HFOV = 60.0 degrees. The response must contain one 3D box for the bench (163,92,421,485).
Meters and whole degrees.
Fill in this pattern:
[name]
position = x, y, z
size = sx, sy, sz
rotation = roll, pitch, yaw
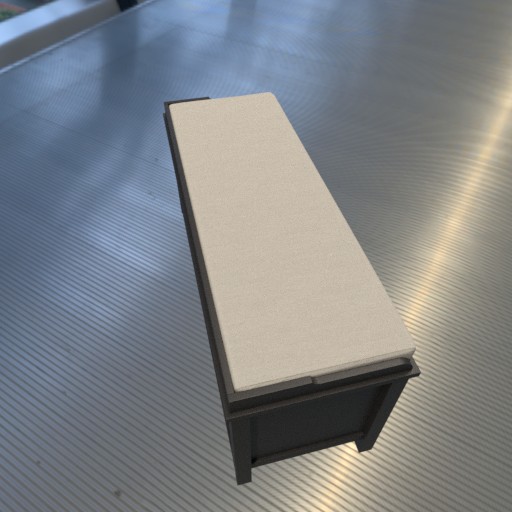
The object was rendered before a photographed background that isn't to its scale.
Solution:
[bench]
position = 0.000, 0.000, 1.379
size = 0.398, 0.501, 1.140
rotation = -10, 48, -9
